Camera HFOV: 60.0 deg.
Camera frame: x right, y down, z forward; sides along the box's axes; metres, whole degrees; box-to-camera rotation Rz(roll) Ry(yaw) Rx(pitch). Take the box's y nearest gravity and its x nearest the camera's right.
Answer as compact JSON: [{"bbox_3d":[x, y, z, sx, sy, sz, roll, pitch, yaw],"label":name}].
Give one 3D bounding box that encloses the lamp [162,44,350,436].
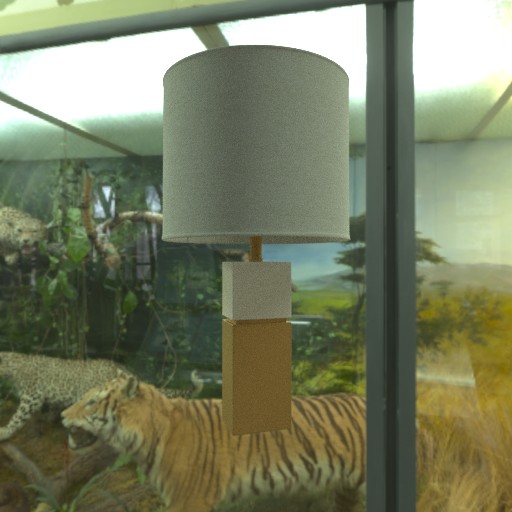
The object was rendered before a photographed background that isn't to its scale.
[{"bbox_3d":[0.000,0.000,0.550,0.229,0.417,0.229,0,-1,-18],"label":"lamp"}]
